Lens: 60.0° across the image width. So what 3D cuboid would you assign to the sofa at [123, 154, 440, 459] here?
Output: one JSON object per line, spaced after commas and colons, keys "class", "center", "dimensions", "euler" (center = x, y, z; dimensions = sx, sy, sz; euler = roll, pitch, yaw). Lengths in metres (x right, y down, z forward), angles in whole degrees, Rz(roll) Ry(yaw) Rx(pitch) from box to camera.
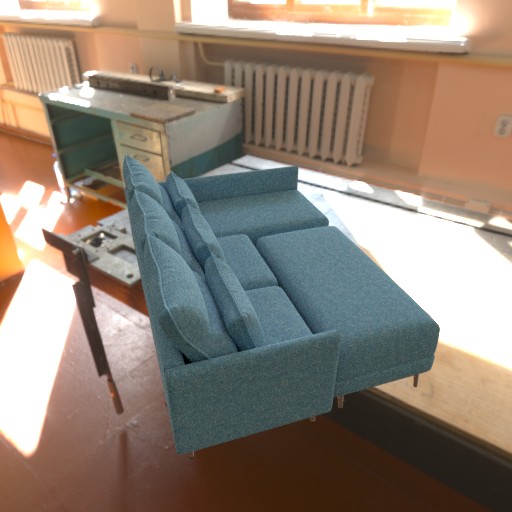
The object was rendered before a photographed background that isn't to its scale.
{"class": "sofa", "center": [0.000, 0.000, 2.810], "dimensions": [1.420, 0.899, 2.034], "euler": [-10, 33, -16]}
